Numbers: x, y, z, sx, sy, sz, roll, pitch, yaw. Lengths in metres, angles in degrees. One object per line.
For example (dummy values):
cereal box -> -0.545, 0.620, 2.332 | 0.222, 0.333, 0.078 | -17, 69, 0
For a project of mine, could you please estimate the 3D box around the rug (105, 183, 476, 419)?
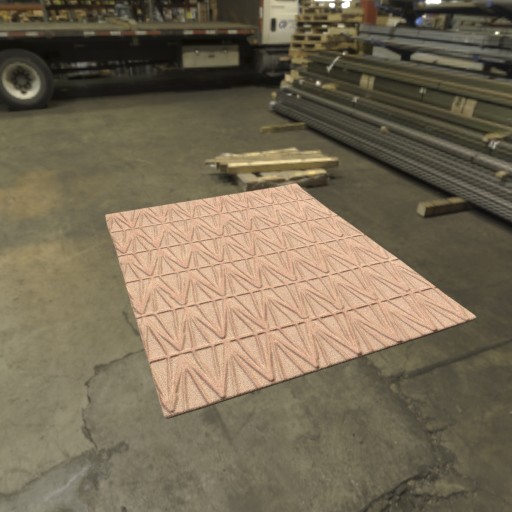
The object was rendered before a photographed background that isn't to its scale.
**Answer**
rug -> 0.000, 0.000, 4.224 | 2.453, 0.043, 3.052 | -12, 33, -20
